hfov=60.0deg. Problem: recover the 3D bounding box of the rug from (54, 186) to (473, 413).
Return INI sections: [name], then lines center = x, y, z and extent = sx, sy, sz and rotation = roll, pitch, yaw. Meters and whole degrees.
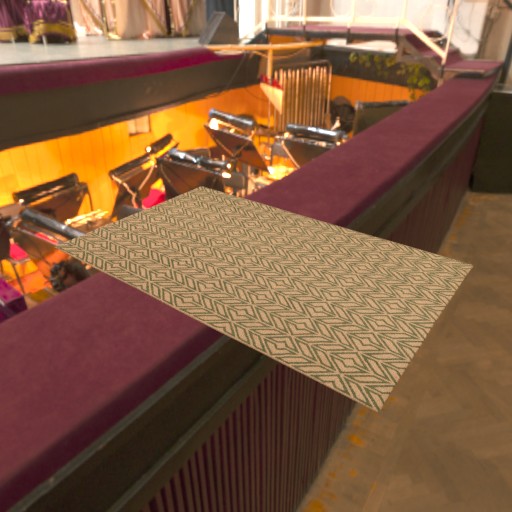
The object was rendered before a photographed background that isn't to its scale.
[rug]
center = 0.000, 0.000, 3.022
extent = 2.435, 0.011, 1.517
rotation = 20, 35, 32
